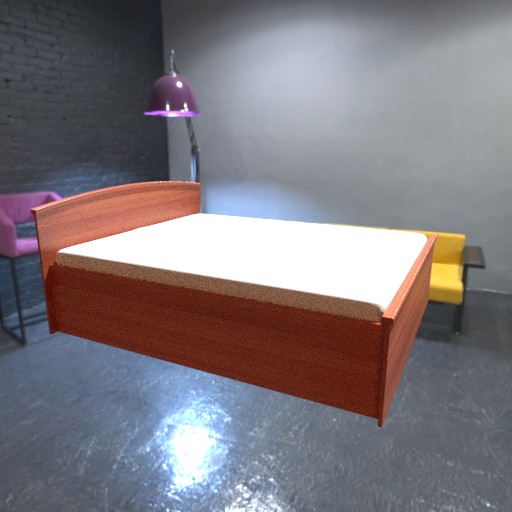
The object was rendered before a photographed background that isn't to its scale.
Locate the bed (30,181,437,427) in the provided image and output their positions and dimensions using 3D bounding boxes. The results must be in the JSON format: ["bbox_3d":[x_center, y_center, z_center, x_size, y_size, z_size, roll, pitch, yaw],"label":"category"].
[{"bbox_3d":[0.000,0.000,2.916,2.053,0.848,1.683,7,17,26],"label":"bed"}]
